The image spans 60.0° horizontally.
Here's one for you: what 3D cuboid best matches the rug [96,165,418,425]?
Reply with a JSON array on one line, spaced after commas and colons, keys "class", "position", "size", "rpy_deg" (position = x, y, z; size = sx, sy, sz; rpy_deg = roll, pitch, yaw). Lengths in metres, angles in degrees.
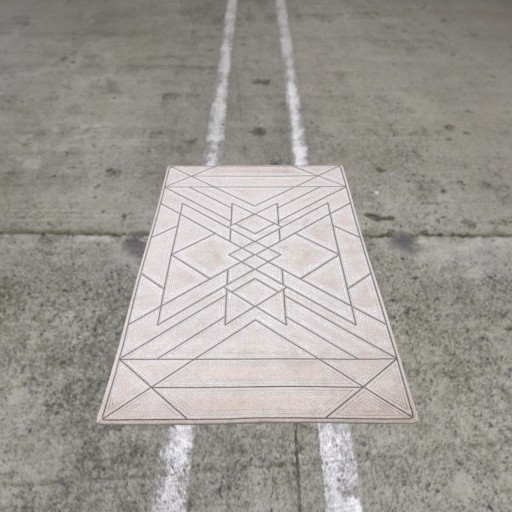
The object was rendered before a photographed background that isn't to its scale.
[{"class": "rug", "position": [0.000, 0.000, 3.064], "size": [1.575, 0.023, 2.459], "rpy_deg": [0, 41, 0]}]
